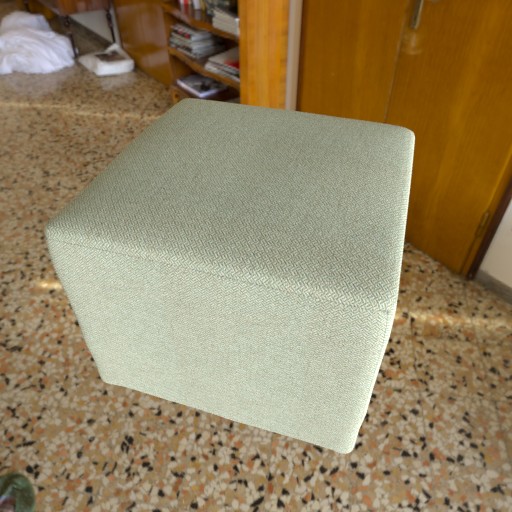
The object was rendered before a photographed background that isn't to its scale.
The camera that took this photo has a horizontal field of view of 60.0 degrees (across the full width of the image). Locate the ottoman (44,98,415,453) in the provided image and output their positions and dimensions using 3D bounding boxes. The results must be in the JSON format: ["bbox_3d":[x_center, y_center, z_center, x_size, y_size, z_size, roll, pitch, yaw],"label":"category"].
[{"bbox_3d":[0.000,0.000,0.890,0.521,0.453,0.512,12,43,13],"label":"ottoman"}]
